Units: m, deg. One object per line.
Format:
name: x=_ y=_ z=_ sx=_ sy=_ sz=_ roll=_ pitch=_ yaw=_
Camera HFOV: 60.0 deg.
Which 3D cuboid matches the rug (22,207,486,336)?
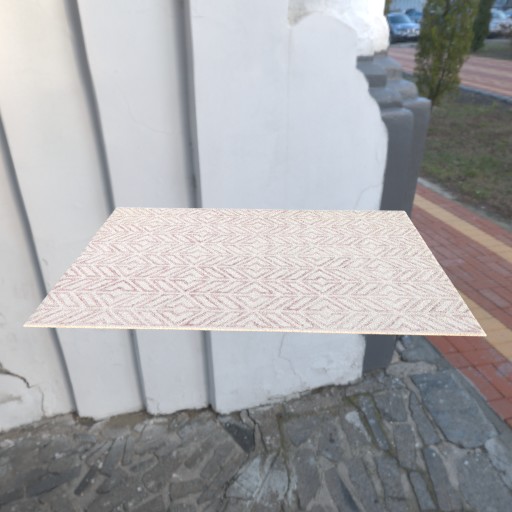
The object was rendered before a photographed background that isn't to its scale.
rug: x=0.000 y=0.000 z=2.276 sx=1.828 sy=0.007 sz=1.220 roll=1 pitch=29 yaw=2
